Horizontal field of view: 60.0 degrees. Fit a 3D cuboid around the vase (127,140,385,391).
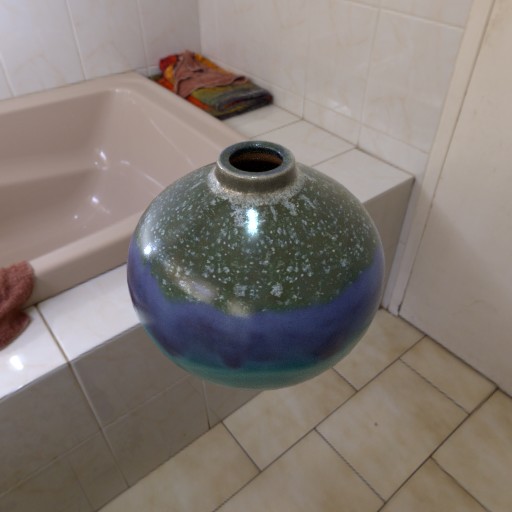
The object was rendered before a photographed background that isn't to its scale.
[{"bbox_3d":[0.000,0.000,0.269,0.154,0.133,0.154,0,41,0],"label":"vase"}]
